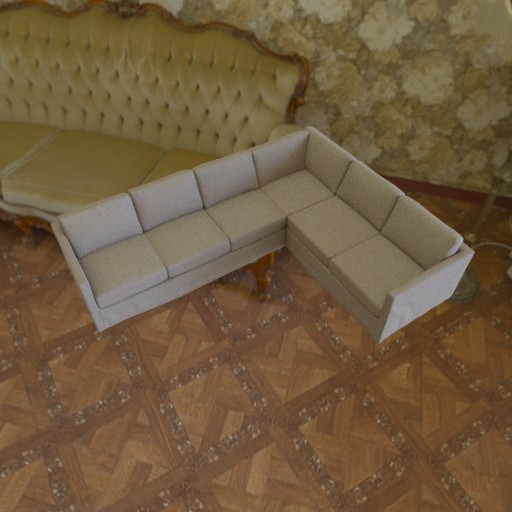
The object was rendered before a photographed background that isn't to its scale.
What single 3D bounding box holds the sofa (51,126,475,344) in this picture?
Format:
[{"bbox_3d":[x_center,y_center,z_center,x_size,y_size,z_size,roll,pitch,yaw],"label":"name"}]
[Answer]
[{"bbox_3d":[0.000,0.000,4.312,3.182,0.871,2.432,-24,52,-21],"label":"sofa"}]
